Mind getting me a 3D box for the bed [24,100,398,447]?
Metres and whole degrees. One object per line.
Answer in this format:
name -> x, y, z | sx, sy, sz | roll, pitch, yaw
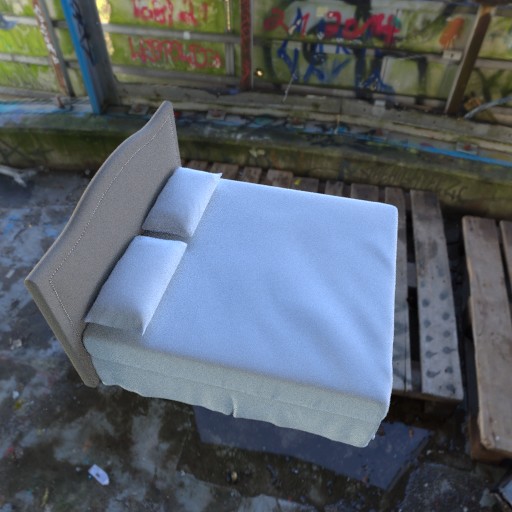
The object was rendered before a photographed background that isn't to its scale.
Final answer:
bed -> 0.000, 0.000, 3.411 | 2.182, 1.421, 2.083 | 10, 48, 9
